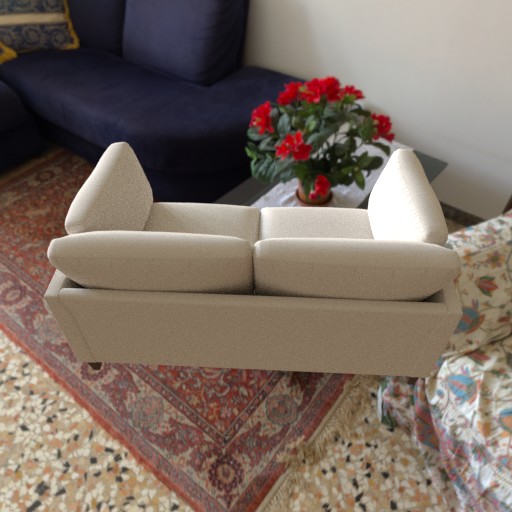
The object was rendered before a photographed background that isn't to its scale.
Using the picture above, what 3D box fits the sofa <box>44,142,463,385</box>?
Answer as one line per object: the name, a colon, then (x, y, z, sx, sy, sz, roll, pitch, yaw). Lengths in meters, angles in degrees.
sofa: (0.000, 0.000, 2.293, 1.776, 0.836, 0.970, 2, 46, 2)
